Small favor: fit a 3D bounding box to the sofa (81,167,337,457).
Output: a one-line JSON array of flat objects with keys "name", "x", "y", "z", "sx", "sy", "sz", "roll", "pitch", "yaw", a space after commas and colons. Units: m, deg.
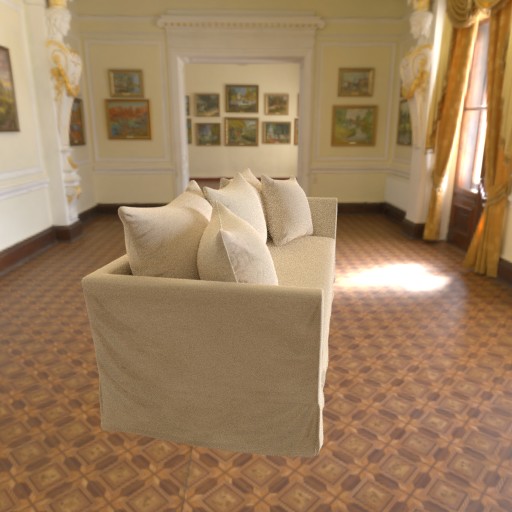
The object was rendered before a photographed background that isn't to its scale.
[{"name": "sofa", "x": 0.000, "y": 0.000, "z": 2.923, "sx": 1.030, "sy": 1.042, "sz": 2.484, "roll": 3, "pitch": 16, "yaw": 11}]
